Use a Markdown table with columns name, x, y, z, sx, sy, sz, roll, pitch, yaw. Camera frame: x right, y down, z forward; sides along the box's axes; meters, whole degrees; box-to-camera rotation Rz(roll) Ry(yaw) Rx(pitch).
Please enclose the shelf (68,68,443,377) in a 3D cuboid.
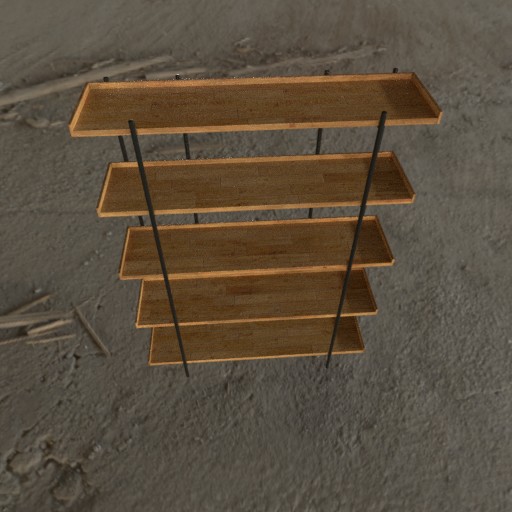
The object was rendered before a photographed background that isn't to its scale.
| name | x | y | z | sx | sy | sz | roll | pitch | yaw |
| --- | --- | --- | --- | --- | --- | --- | --- | --- | --- |
| shelf | 0.000 | 0.000 | 2.380 | 1.371 | 1.826 | 0.379 | -3 | 46 | -3 |
